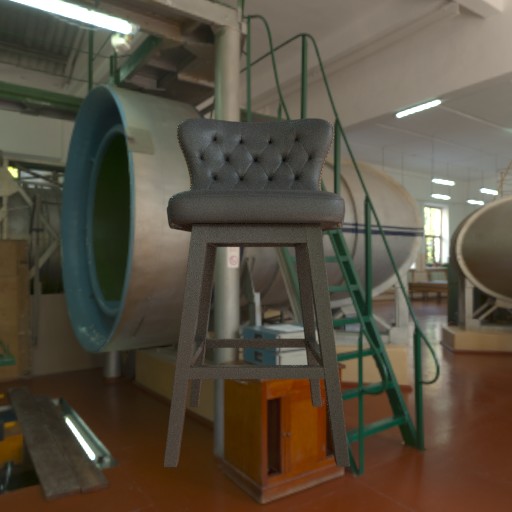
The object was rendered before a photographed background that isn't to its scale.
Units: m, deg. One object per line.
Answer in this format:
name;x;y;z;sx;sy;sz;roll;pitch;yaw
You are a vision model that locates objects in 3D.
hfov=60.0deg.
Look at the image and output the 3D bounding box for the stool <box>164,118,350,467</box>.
stool;0.000;0.000;1.315;0.528;0.971;0.593;0;-1;0
